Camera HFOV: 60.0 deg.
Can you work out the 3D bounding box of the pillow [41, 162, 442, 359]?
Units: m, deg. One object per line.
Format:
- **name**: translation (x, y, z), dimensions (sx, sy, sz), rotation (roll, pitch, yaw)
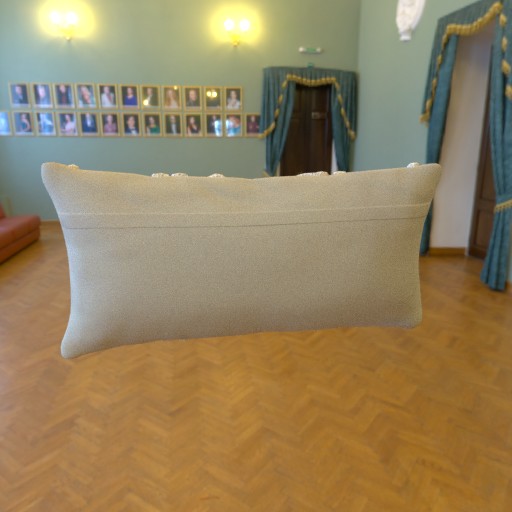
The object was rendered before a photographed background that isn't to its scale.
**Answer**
- **pillow**: translation (0.000, 0.000, 0.703), dimensions (0.608, 0.295, 0.161), rotation (-3, 14, -10)
